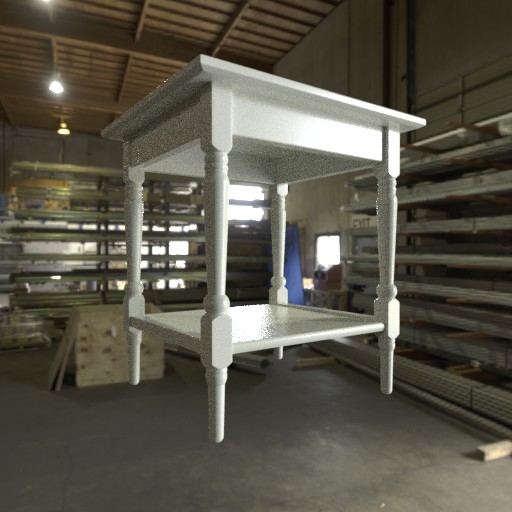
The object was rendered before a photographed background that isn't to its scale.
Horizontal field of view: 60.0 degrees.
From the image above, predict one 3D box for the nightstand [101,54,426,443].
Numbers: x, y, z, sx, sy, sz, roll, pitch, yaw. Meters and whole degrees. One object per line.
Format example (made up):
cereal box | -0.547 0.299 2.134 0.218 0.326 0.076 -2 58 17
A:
nightstand | 0.000 0.000 0.927 0.505 0.555 0.459 0 1 -35
